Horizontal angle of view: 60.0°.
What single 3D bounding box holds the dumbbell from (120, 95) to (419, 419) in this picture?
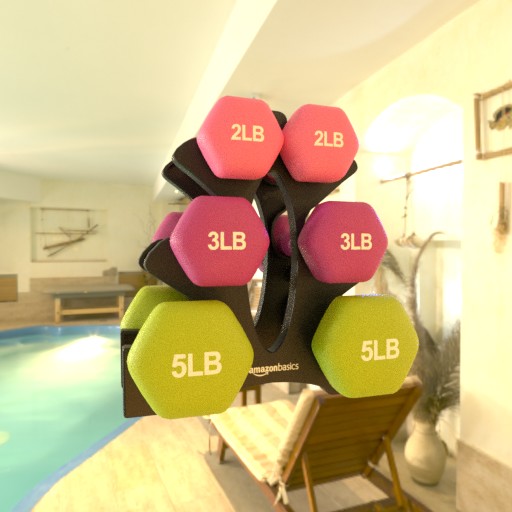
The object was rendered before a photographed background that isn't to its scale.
[{"bbox_3d":[0.000,0.000,0.440,0.257,0.261,0.203,0,1,-18],"label":"dumbbell"}]
